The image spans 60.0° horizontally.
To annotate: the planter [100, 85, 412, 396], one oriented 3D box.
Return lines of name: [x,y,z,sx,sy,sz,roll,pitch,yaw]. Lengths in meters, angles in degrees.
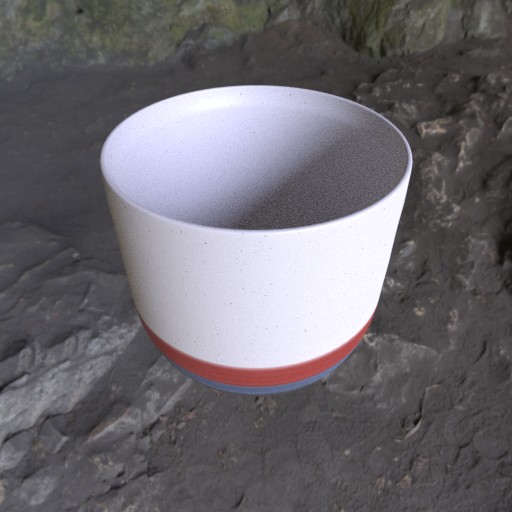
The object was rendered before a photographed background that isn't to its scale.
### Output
planter: [0.000,0.000,0.477,0.268,0.270,0.268,0,41,0]
